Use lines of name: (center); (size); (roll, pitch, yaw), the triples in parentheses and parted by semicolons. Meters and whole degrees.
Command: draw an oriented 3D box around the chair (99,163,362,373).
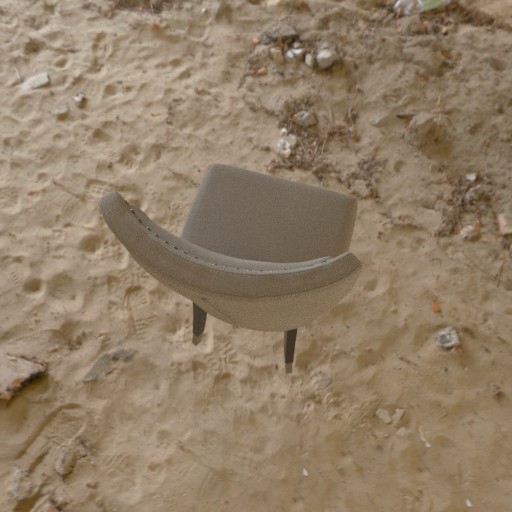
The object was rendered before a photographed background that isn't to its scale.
chair: (0.000, 0.000, 1.308); (0.526, 0.955, 0.630); (15, 64, 8)
